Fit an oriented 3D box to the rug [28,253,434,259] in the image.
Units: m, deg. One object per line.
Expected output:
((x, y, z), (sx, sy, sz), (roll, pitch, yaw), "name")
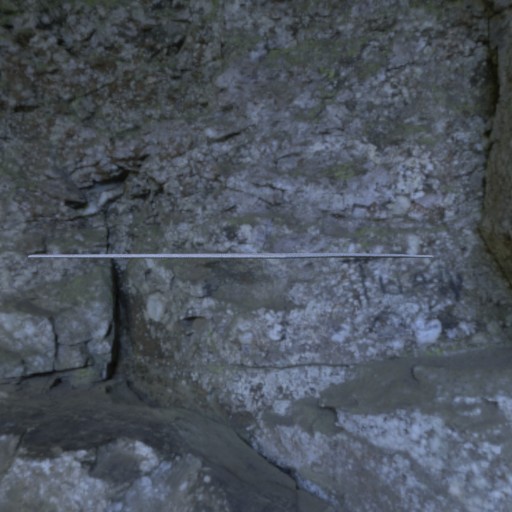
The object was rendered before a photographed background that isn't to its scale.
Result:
((0.000, 0.000, 4.155), (2.472, 0.035, 3.017), (0, 0, 35), "rug")
